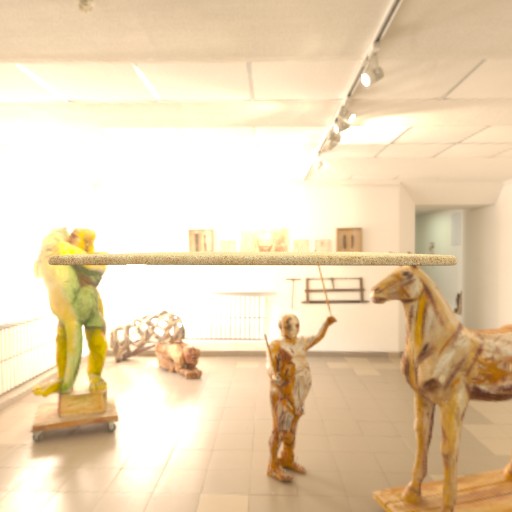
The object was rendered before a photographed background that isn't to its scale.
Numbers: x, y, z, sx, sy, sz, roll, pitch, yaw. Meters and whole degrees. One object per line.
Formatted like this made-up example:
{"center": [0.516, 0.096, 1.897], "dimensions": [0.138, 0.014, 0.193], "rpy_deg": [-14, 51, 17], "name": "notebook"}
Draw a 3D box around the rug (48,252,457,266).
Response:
{"center": [0.000, 0.000, 3.362], "dimensions": [2.009, 0.048, 2.528], "rpy_deg": [0, 1, 1], "name": "rug"}
